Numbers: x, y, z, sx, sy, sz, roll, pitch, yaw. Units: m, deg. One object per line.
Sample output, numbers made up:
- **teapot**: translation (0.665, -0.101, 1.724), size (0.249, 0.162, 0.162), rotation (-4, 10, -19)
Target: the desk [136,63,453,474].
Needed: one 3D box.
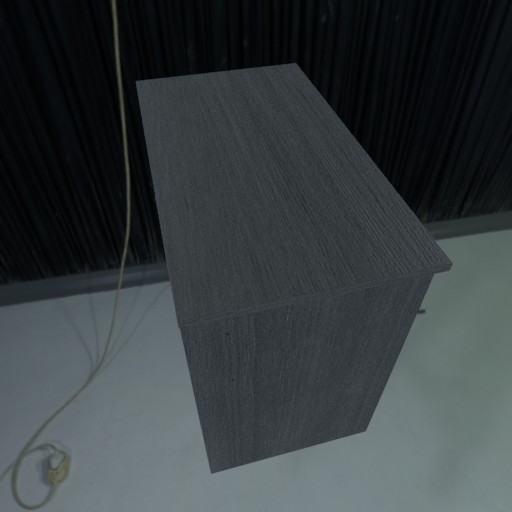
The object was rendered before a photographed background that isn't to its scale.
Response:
- **desk**: translation (0.000, 0.000, 1.313), size (0.498, 0.724, 0.893), rotation (-11, 47, -10)
